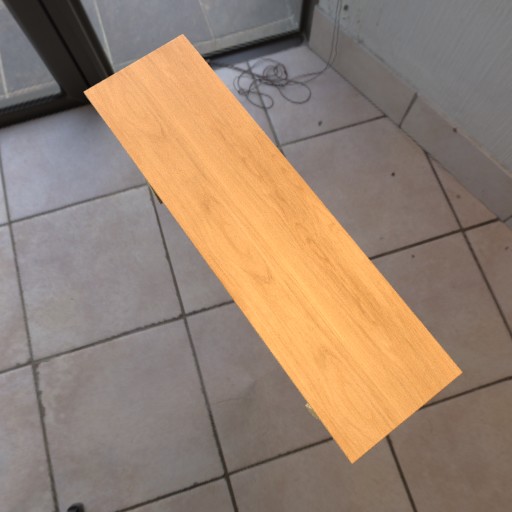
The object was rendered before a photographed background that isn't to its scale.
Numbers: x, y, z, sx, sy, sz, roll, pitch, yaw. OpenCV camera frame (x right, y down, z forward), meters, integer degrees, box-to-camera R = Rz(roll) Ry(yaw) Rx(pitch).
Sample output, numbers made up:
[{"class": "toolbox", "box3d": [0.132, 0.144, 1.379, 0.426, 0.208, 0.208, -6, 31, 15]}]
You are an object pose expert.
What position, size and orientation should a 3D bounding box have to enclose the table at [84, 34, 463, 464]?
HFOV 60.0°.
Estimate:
[{"class": "table", "box3d": [0.000, 0.000, 1.542, 0.350, 0.730, 1.240, -35, 77, -9]}]
